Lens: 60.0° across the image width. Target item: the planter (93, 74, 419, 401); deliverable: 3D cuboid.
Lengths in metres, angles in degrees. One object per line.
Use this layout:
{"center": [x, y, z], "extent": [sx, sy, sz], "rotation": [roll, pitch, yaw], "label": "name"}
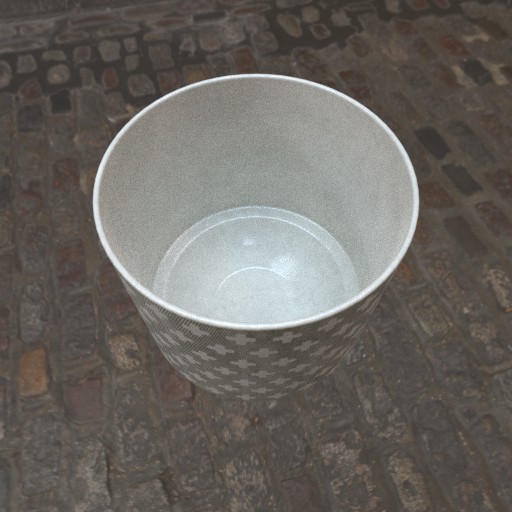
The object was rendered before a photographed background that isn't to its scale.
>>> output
{"center": [0.000, 0.000, 0.446], "extent": [0.250, 0.239, 0.250], "rotation": [0, 59, 0], "label": "planter"}
